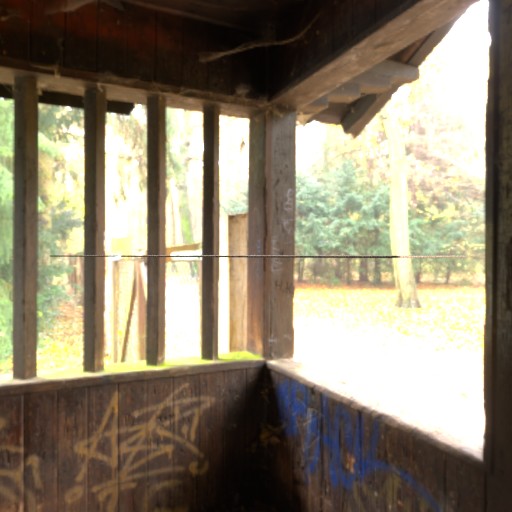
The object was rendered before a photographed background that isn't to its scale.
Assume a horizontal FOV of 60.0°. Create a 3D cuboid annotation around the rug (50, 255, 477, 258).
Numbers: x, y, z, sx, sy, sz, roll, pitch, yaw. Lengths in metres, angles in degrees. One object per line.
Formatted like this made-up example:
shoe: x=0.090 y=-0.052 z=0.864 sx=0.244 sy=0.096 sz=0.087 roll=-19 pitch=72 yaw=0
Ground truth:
rug: x=0.000 y=0.000 z=2.972 sx=2.440 sy=0.010 sz=1.545 roll=0 pitch=0 yaw=36
